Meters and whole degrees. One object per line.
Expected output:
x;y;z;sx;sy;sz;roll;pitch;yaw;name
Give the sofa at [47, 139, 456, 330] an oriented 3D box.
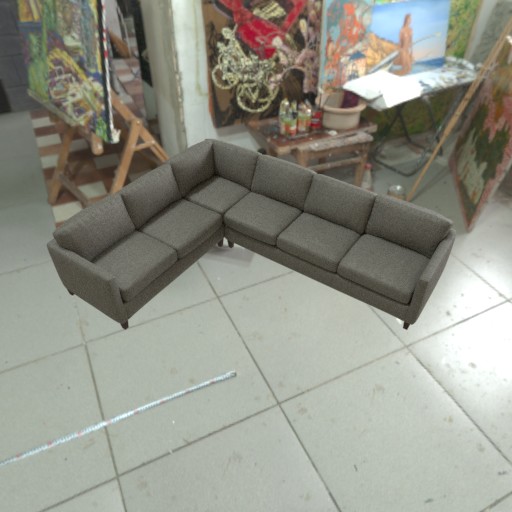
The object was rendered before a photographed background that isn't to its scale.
0.000;0.000;4.586;3.302;0.947;2.593;25;47;25;sofa
